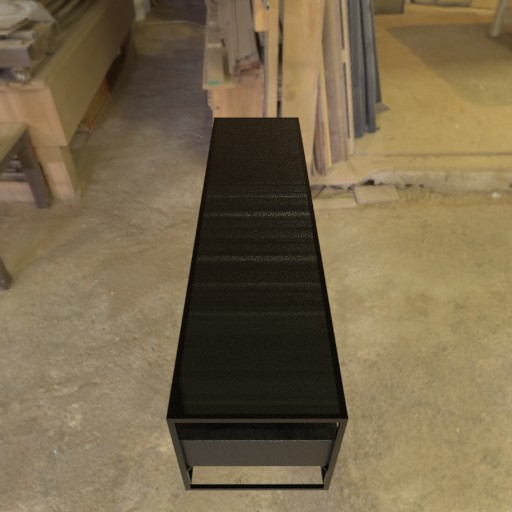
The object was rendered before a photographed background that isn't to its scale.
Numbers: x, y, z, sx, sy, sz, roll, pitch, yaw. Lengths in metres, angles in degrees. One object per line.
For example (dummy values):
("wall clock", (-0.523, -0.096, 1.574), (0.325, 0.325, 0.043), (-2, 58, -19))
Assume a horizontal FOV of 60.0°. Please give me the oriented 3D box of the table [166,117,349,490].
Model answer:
("table", (0.000, 0.000, 1.638), (0.399, 0.395, 1.486), (0, 42, 0))
